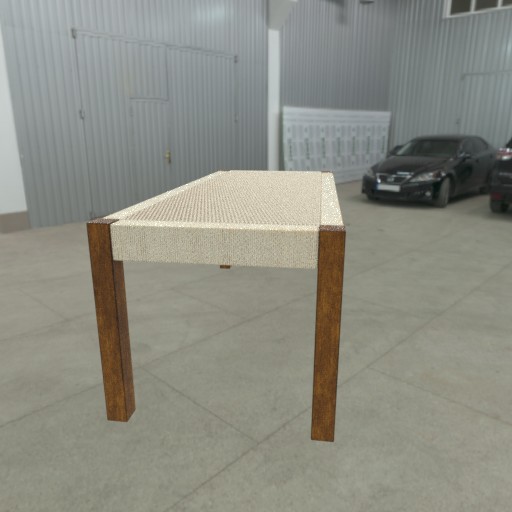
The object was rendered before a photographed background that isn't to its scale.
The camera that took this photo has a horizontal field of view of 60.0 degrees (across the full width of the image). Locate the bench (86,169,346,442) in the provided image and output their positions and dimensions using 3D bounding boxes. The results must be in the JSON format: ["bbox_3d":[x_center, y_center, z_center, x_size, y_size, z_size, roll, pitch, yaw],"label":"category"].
[{"bbox_3d":[0.000,0.000,1.476,0.507,0.457,1.198,2,16,8],"label":"bench"}]
